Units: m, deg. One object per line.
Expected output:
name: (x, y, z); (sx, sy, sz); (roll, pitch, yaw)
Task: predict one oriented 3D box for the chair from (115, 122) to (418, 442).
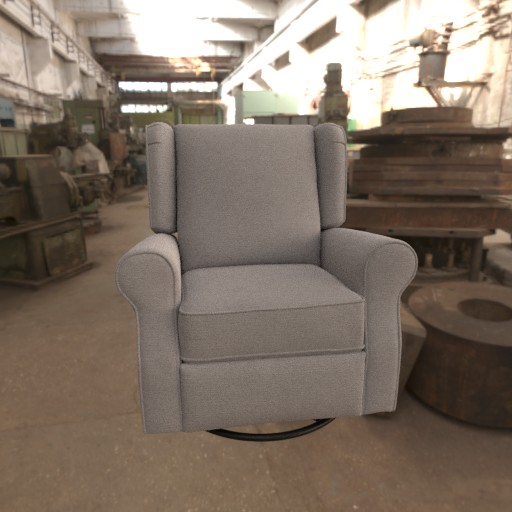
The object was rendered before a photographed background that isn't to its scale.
chair: (0.000, 0.000, 1.652); (0.906, 0.966, 0.854); (-2, 16, -8)
